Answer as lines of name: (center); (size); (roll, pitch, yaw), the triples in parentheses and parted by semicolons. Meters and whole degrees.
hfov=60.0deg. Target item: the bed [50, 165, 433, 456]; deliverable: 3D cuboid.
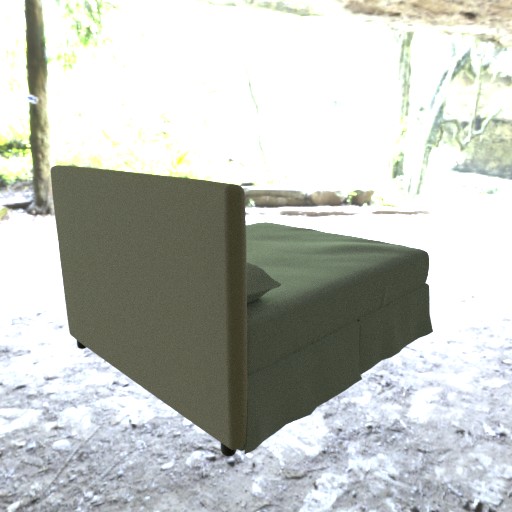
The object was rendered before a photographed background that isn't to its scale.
bed: (0.000, 0.000, 3.245); (1.884, 1.330, 2.142); (14, 21, 43)
